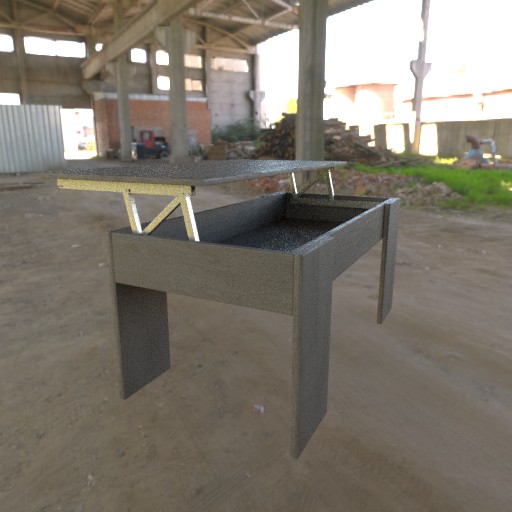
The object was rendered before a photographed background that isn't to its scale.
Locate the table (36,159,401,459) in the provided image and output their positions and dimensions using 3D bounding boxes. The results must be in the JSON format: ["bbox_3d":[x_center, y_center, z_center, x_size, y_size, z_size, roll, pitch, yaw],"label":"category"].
[{"bbox_3d":[0.000,0.000,1.438,0.711,0.570,1.000,7,16,27],"label":"table"}]
